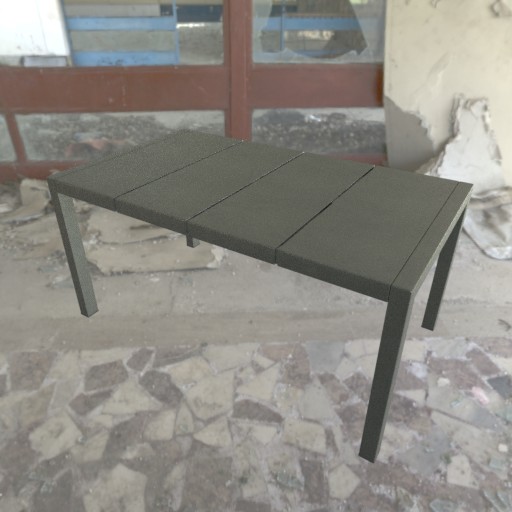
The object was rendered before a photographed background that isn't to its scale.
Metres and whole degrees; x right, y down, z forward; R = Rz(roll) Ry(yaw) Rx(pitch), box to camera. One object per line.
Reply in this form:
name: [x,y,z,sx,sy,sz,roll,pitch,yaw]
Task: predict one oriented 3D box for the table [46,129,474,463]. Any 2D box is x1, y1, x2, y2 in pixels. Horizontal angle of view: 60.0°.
table: [0.000,0.000,1.269,0.965,0.460,0.559,18,36,27]
